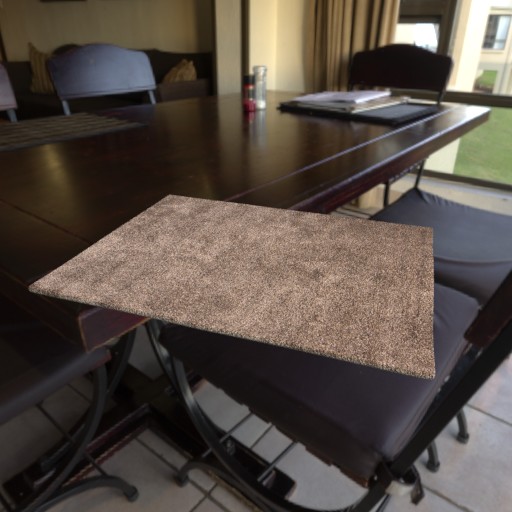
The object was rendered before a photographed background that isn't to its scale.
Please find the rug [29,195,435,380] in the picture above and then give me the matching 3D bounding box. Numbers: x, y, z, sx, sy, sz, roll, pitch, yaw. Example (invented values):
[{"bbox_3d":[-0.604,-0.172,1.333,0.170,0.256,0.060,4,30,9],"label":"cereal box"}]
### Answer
[{"bbox_3d":[0.000,0.000,2.120,1.601,0.025,1.198,9,29,17],"label":"rug"}]
